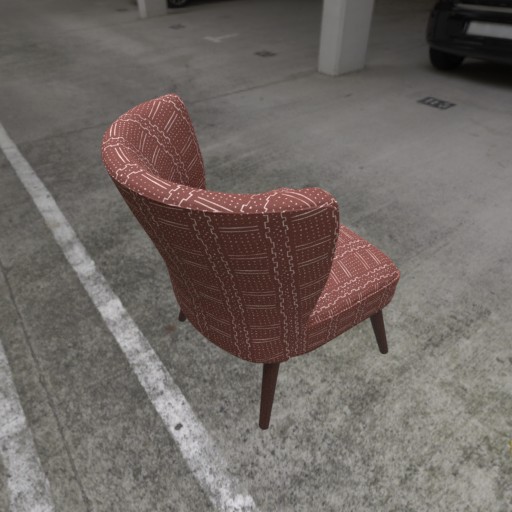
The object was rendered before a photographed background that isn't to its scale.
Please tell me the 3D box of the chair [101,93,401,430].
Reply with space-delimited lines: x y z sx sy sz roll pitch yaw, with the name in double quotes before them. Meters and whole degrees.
"chair" 0.000 0.000 1.373 0.758 0.866 0.706 -25 46 -26
